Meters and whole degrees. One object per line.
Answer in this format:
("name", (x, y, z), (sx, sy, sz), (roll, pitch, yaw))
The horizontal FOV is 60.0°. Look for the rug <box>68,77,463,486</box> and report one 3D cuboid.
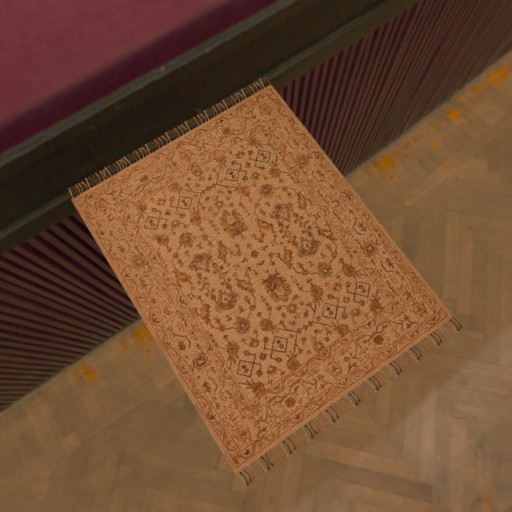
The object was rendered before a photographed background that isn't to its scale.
("rug", (0.000, 0.000, 2.251), (1.278, 0.009, 1.726), (-33, 77, -9))
